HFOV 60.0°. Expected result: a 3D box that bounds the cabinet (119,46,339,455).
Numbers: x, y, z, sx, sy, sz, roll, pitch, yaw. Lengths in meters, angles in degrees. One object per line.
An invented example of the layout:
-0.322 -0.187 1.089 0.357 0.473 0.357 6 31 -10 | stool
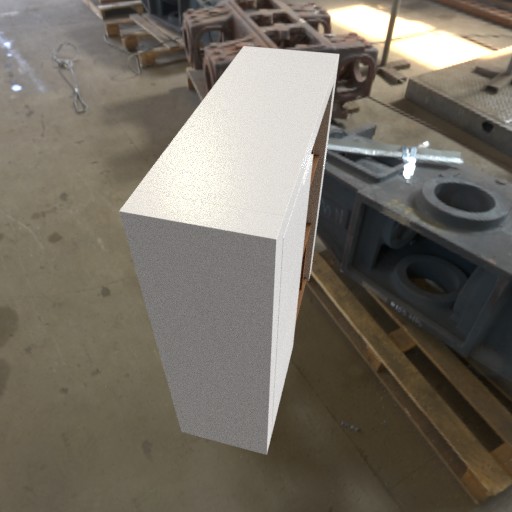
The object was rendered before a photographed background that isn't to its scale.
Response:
0.000 0.000 1.667 0.348 1.150 0.990 11 46 10 | cabinet
